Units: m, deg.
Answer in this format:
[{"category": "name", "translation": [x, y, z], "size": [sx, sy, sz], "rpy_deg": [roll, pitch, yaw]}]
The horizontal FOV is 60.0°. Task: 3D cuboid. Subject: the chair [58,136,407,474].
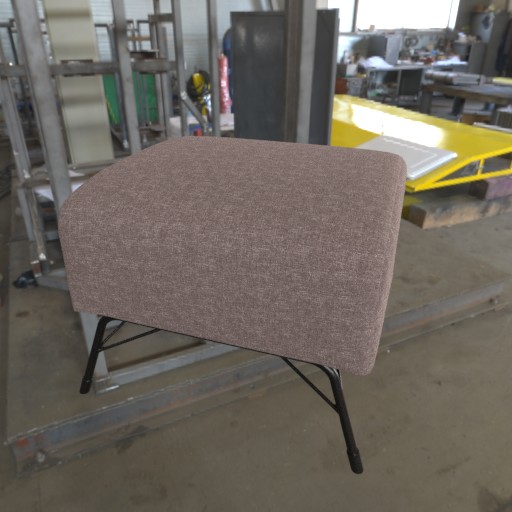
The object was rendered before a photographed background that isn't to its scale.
[{"category": "chair", "translation": [0.000, 0.000, 0.885], "size": [0.530, 0.410, 0.530], "rpy_deg": [9, 29, 17]}]
